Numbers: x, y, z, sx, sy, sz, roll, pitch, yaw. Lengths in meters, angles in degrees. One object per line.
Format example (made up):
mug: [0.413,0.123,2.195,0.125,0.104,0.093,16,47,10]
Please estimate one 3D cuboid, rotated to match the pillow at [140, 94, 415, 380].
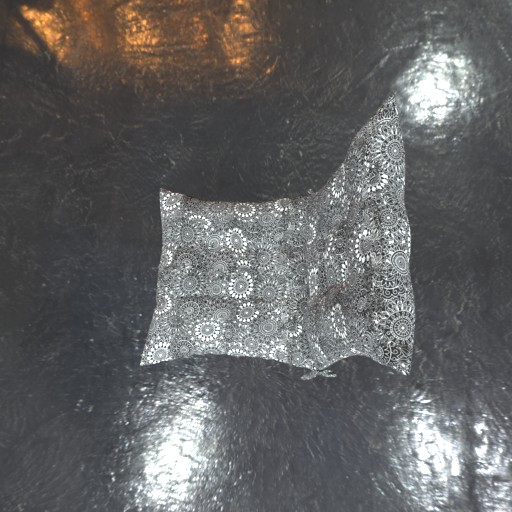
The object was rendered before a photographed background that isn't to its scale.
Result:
pillow: [0.000,0.000,1.012,0.585,0.536,0.541,2,75,1]
